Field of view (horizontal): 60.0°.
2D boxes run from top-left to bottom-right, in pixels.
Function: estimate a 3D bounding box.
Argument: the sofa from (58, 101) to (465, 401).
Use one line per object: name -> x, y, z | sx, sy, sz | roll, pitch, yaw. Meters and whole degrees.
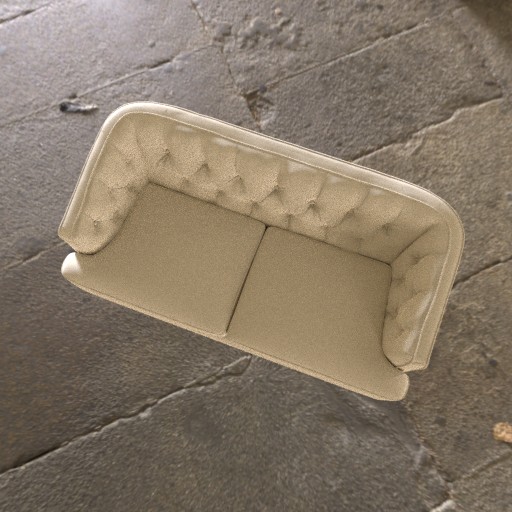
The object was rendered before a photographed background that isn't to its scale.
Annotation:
sofa -> 0.000, 0.000, 2.248 | 1.733, 0.855, 0.941 | 19, 76, 5
